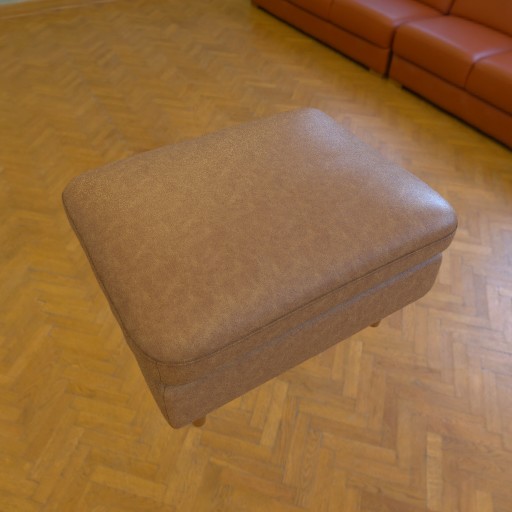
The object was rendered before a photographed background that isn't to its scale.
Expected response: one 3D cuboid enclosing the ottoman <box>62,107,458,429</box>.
[{"bbox_3d":[0.000,0.000,1.113,0.747,0.478,0.593,-24,51,-21],"label":"ottoman"}]
